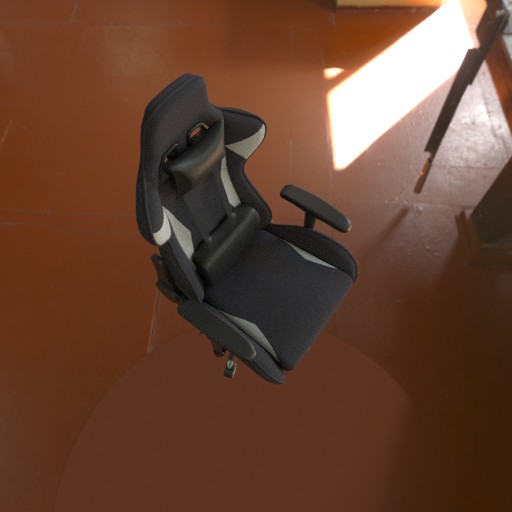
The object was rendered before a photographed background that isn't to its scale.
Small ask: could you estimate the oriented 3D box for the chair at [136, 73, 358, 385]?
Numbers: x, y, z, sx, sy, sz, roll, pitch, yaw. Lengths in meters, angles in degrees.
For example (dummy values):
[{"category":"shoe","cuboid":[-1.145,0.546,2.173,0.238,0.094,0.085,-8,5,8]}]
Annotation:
[{"category":"chair","cuboid":[0.000,0.000,1.714,0.695,1.300,0.730,32,65,17]}]
